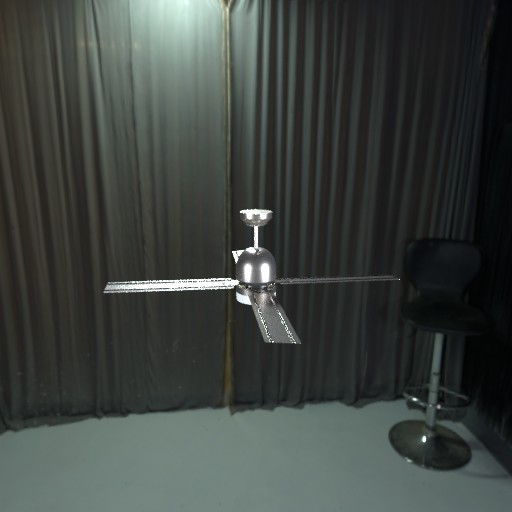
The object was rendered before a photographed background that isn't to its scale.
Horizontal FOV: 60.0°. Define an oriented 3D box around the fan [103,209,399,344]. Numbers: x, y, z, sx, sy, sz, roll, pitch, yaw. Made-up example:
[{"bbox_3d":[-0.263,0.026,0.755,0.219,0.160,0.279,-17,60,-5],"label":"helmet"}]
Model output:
[{"bbox_3d":[0.000,0.000,2.020,1.346,0.406,1.346,-2,14,-9],"label":"fan"}]
